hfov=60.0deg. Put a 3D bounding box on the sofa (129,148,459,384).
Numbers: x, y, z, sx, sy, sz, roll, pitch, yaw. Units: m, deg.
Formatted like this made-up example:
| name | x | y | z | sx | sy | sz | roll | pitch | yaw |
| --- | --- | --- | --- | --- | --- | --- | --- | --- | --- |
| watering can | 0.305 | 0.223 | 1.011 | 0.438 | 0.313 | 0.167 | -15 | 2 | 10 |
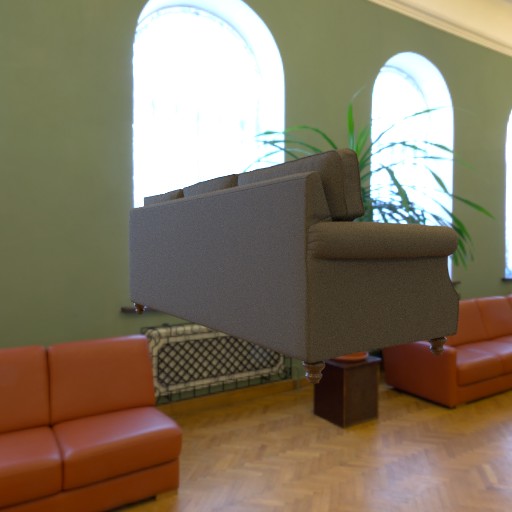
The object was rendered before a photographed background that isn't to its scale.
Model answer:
| name | x | y | z | sx | sy | sz | roll | pitch | yaw |
| --- | --- | --- | --- | --- | --- | --- | --- | --- | --- |
| sofa | 0.000 | 0.000 | 2.816 | 0.966 | 0.948 | 2.353 | -1 | 2 | -34 |
